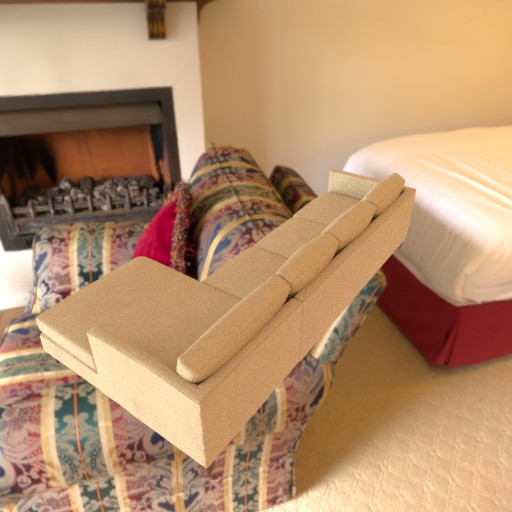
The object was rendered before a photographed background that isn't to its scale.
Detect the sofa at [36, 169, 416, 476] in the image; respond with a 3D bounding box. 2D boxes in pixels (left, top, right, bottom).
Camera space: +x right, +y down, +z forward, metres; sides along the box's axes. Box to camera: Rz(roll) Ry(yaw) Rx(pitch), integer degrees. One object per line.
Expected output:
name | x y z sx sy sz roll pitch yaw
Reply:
sofa | 0.000 0.000 3.821 1.625 0.846 3.186 22 39 29
